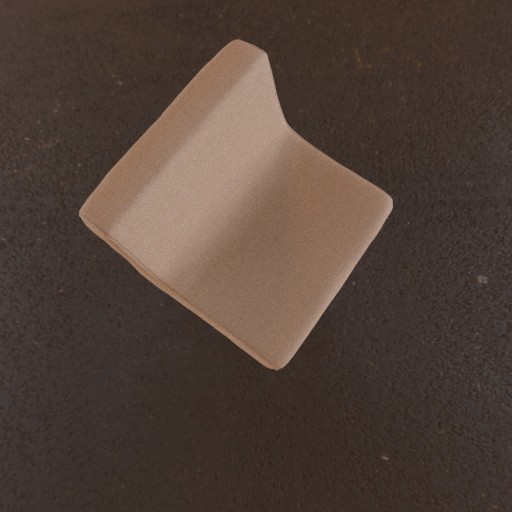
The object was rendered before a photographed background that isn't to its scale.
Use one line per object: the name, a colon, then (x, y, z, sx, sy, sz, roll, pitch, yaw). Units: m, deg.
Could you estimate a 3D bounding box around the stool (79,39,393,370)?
stool: (0.000, 0.000, 1.328, 0.500, 1.037, 0.511, 35, 77, 9)
